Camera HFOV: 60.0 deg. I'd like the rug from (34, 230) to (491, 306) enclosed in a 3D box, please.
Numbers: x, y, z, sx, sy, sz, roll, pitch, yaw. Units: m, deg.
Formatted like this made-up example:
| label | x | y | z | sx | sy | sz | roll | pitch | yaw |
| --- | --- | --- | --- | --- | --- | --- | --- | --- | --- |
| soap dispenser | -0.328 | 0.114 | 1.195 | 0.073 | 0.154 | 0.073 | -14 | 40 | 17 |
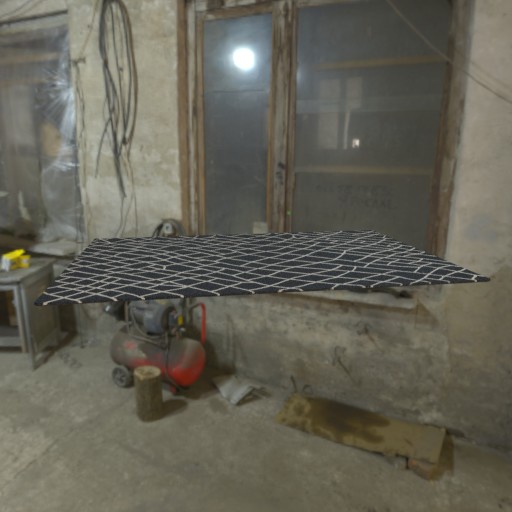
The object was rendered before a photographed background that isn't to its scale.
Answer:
| label | x | y | z | sx | sy | sz | roll | pitch | yaw |
| --- | --- | --- | --- | --- | --- | --- | --- | --- | --- |
| rug | 0.000 | 0.000 | 2.317 | 1.830 | 0.013 | 1.223 | -2 | 14 | -9 |
